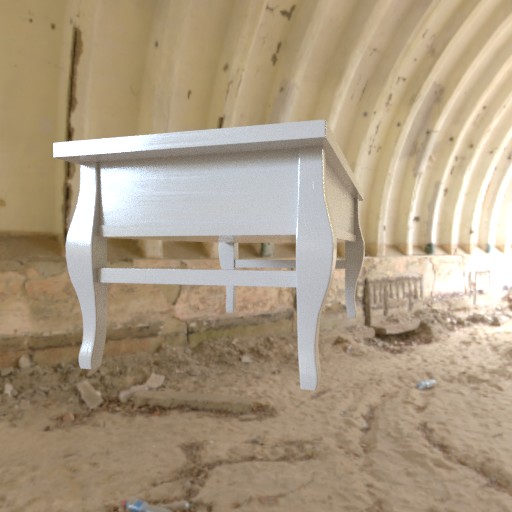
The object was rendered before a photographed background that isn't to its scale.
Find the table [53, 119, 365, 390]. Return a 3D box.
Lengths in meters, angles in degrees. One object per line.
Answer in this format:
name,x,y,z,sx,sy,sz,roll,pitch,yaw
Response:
table,0.000,0.000,1.374,0.600,0.495,1.062,0,1,17
